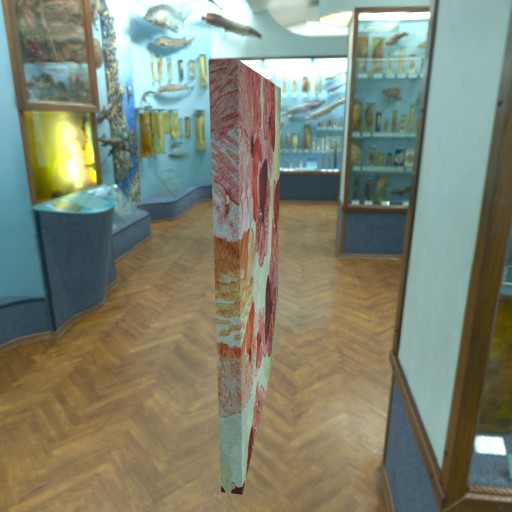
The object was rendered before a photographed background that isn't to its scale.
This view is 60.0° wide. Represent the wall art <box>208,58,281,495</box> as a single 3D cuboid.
[{"bbox_3d":[0.000,0.000,0.679,0.028,0.508,0.406,3,17,8],"label":"wall art"}]
